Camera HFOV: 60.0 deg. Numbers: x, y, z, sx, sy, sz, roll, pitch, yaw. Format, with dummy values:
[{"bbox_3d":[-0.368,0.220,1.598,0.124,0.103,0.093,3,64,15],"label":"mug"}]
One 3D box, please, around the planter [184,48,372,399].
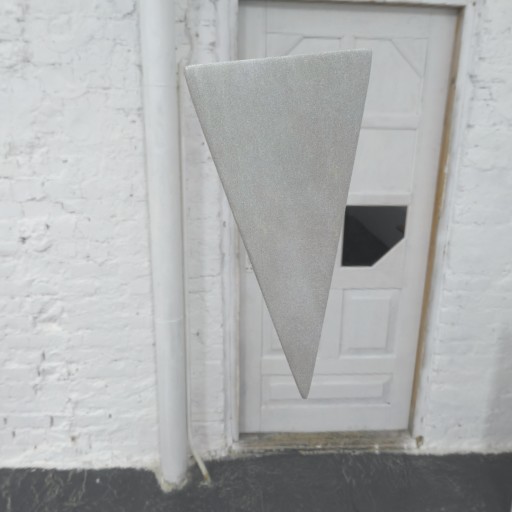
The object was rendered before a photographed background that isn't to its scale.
[{"bbox_3d":[0.000,0.000,0.156,0.047,0.130,0.058,-8,19,-25],"label":"planter"}]
